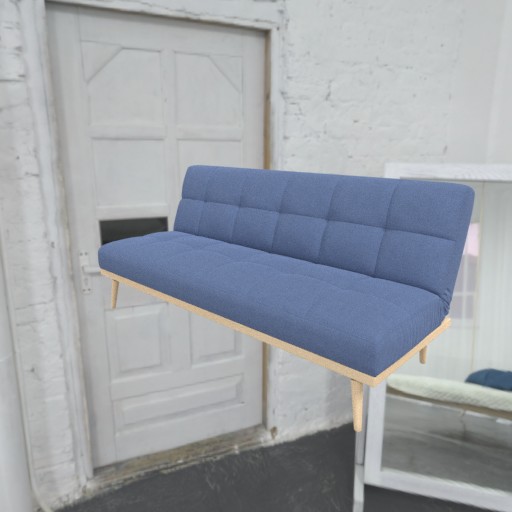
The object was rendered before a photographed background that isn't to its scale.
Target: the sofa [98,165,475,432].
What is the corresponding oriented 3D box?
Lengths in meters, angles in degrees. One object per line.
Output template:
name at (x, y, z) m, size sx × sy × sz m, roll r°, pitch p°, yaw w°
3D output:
sofa at (0.000, 0.000, 2.234) m, size 1.800 × 0.800 × 0.796 m, roll 14°, pitch 21°, yaw 41°
